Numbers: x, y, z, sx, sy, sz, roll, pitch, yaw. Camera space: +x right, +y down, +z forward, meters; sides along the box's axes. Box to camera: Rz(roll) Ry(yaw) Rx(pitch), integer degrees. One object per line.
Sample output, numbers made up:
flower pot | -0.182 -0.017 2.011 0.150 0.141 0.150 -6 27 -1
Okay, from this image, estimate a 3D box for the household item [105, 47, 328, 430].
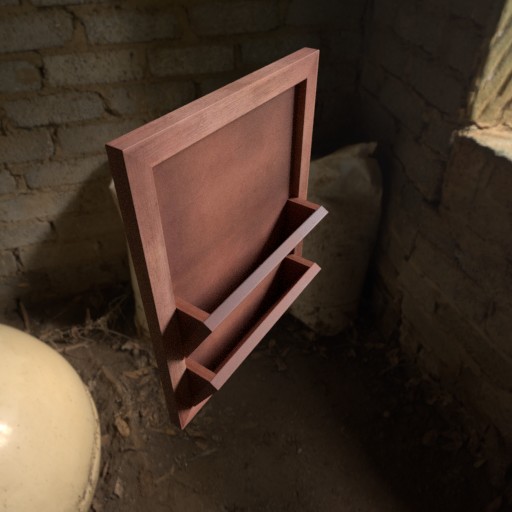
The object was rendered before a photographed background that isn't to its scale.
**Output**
household item | 0.000 0.000 0.550 0.067 0.407 0.310 24 46 25
